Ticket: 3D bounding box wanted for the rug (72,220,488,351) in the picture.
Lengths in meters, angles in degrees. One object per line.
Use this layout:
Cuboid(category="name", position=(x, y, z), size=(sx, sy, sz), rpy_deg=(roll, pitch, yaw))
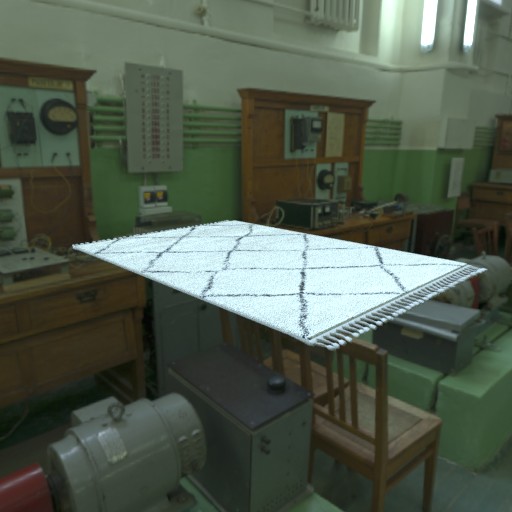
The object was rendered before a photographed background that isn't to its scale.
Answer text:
Cuboid(category="rug", position=(0.000, 0.000, 2.848), size=(1.494, 0.031, 2.307), rpy_deg=(-14, 20, -42))
